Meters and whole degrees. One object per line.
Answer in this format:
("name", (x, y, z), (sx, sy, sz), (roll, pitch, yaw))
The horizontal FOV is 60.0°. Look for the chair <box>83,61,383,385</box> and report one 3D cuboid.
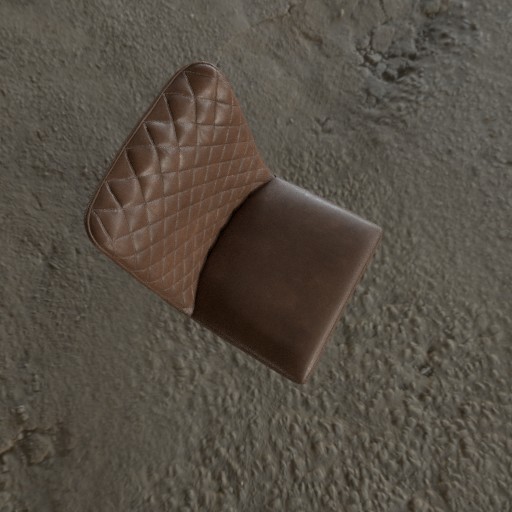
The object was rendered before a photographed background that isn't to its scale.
("chair", (0.000, 0.000, 1.268), (0.587, 0.889, 0.508), (29, 78, 7))
